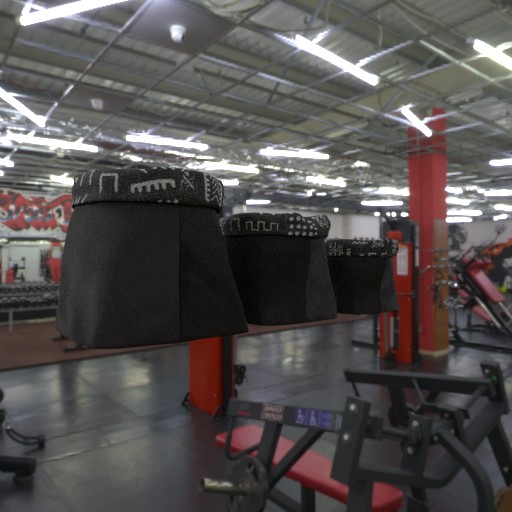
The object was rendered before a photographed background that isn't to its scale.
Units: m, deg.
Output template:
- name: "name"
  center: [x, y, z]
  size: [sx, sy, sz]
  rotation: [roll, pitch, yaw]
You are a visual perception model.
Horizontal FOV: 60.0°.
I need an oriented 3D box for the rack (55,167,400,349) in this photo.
- name: "rack"
  center: [0.000, 0.000, 1.107]
  size: [0.905, 0.323, 0.379]
  rotation: [0, 0, -35]
